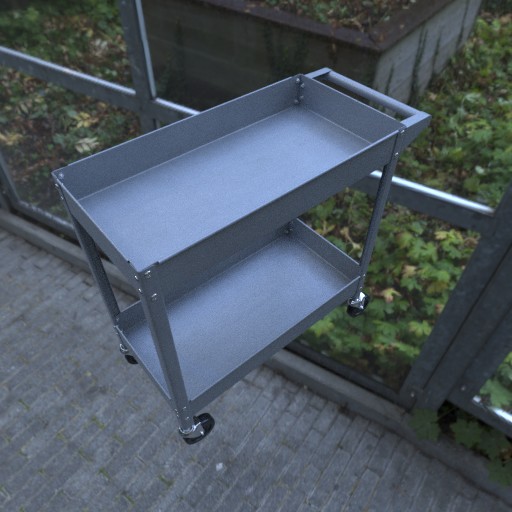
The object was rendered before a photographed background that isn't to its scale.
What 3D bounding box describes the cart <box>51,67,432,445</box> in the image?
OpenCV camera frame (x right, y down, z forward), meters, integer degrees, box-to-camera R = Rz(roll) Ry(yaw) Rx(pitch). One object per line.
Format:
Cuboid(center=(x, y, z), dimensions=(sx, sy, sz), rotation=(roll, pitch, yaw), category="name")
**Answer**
Cuboid(center=(0.000, 0.000, 1.192), dimensions=(0.779, 0.719, 0.366), rotation=(-31, 54, -26), category="cart")
